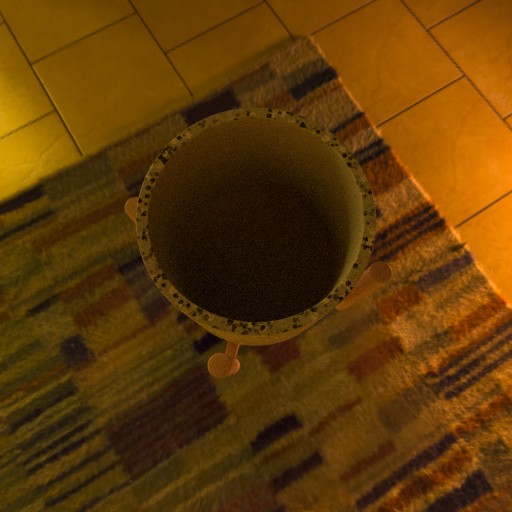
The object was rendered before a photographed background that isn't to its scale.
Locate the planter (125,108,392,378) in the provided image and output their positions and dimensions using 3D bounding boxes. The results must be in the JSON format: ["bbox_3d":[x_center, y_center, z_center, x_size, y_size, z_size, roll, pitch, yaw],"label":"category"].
[{"bbox_3d":[0.000,0.000,0.565,0.284,0.320,0.284,37,79,9],"label":"planter"}]
